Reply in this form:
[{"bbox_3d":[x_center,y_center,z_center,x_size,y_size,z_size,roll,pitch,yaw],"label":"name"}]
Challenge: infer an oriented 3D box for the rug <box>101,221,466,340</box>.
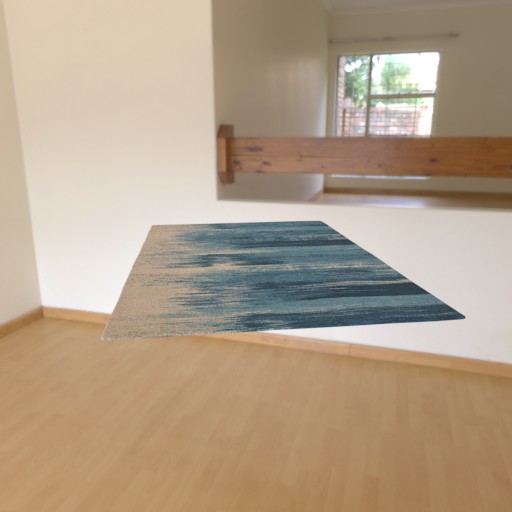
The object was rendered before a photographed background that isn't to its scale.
[{"bbox_3d":[0.000,0.000,2.321,1.232,0.009,1.836,-2,15,-8],"label":"rug"}]
